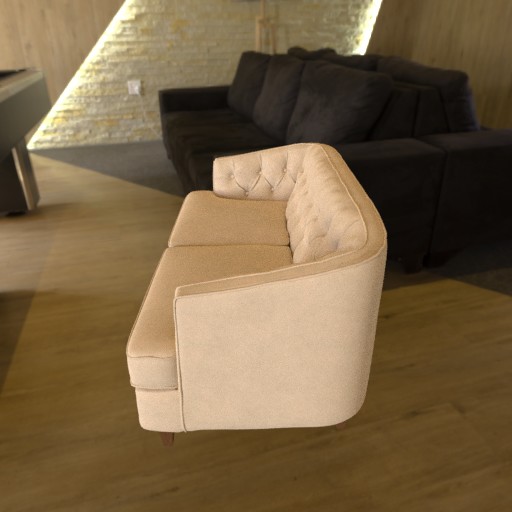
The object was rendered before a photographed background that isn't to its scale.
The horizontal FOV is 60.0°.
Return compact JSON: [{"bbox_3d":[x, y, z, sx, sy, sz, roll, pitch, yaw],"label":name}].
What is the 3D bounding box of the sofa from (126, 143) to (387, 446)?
[{"bbox_3d":[0.000,0.000,2.289,0.940,0.878,1.731,0,27,0],"label":"sofa"}]
